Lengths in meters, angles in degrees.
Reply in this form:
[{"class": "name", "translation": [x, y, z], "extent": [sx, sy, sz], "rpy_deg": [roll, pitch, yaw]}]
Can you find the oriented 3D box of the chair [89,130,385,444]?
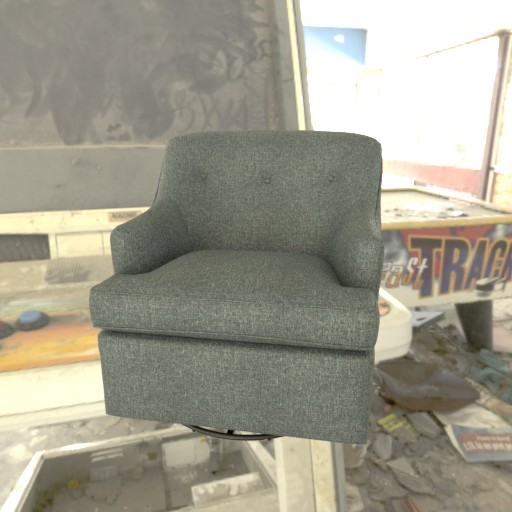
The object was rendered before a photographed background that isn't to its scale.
[{"class": "chair", "translation": [0.000, 0.000, 1.549], "extent": [0.864, 0.856, 0.923], "rpy_deg": [3, 16, 10]}]
